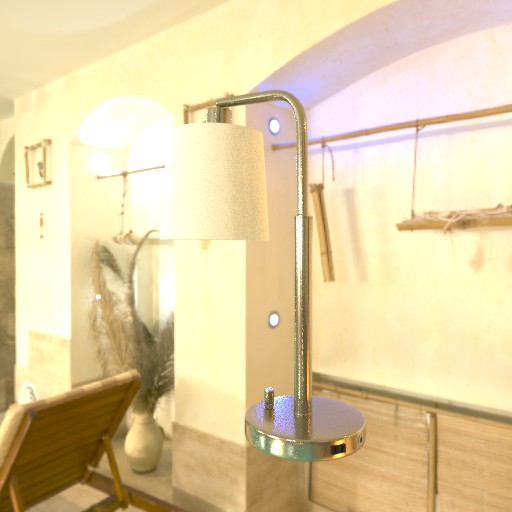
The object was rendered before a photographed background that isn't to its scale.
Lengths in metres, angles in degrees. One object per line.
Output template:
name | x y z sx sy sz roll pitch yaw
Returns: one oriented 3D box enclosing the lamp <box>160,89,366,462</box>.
lamp | 0.000 0.000 0.656 0.333 0.489 0.171 1 2 37
